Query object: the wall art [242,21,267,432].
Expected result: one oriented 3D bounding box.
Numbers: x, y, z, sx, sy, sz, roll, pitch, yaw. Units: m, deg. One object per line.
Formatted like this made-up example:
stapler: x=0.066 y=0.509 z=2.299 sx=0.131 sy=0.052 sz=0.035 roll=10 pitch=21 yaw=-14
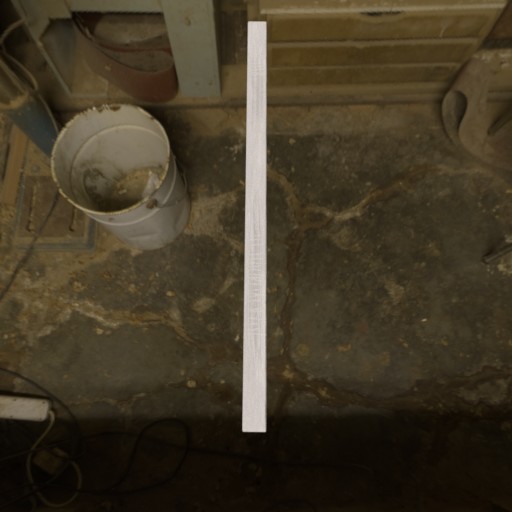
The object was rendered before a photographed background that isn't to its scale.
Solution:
wall art: x=0.000 y=0.000 z=0.457 sx=0.015 sy=0.303 sz=0.303 roll=0 pitch=75 yaw=0
